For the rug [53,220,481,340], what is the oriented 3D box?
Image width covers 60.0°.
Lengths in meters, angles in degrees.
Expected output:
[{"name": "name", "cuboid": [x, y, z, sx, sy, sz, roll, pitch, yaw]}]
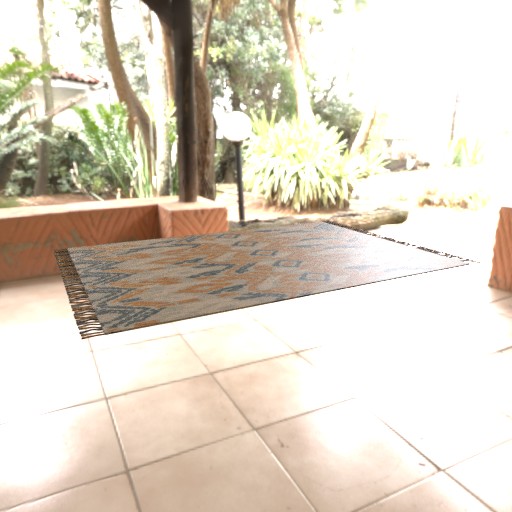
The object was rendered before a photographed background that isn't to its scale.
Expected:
[{"name": "rug", "cuboid": [0.000, 0.000, 2.265, 1.827, 0.008, 1.230, -8, 17, -26]}]
